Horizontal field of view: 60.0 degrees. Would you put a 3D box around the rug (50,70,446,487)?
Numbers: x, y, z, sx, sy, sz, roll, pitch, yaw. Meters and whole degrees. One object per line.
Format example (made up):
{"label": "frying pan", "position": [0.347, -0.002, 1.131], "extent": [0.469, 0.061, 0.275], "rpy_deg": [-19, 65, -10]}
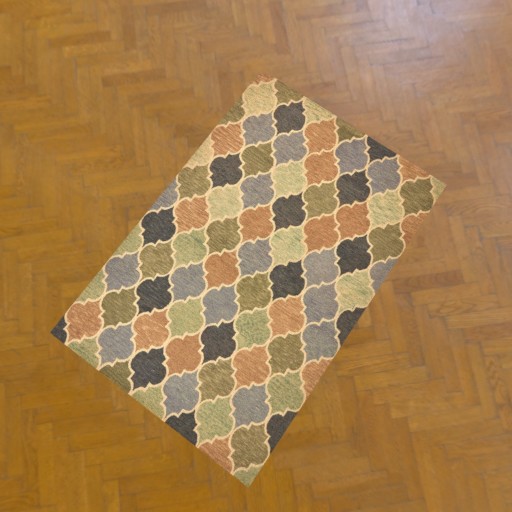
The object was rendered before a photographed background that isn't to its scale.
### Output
{"label": "rug", "position": [0.000, 0.000, 2.295], "extent": [1.216, 0.006, 1.828], "rpy_deg": [35, 79, 8]}
